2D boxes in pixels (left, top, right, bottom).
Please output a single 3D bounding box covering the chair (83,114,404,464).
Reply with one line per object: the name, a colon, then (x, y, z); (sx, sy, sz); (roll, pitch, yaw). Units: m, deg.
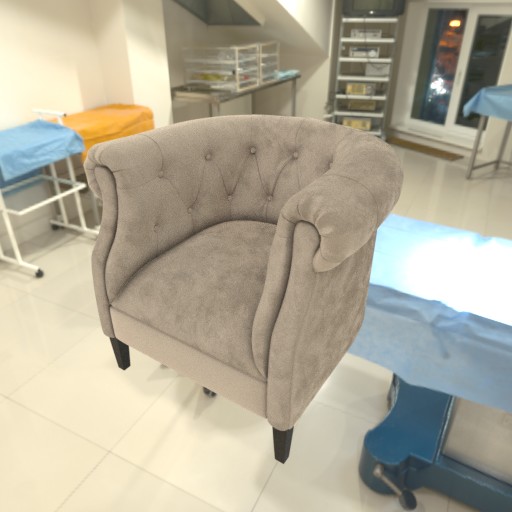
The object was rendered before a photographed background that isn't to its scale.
chair: (0.000, 0.000, 1.562); (0.904, 0.826, 0.851); (19, 35, 29)
